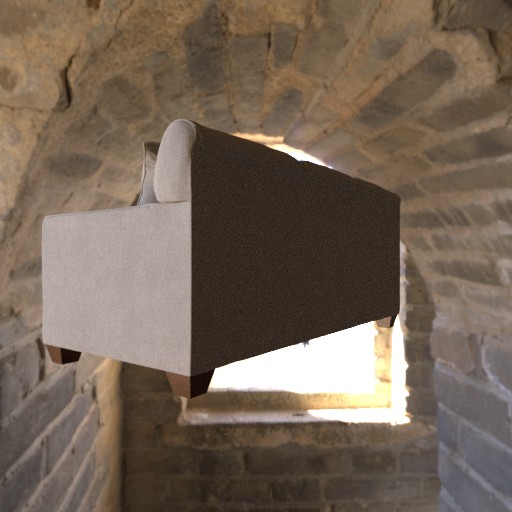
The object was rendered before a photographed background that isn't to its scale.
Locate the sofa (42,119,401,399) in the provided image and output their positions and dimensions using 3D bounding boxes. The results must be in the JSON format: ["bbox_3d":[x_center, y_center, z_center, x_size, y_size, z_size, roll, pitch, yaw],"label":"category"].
[{"bbox_3d":[0.000,0.000,2.509,0.997,0.958,2.024,0,0,37],"label":"sofa"}]
